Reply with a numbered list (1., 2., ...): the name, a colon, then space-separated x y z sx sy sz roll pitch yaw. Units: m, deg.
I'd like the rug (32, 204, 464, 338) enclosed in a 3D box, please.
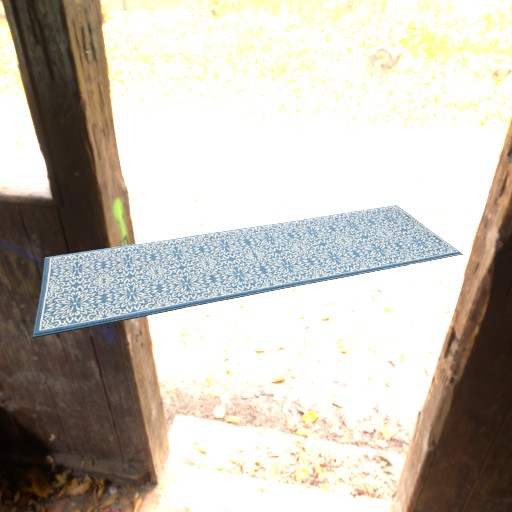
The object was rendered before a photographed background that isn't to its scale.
1. rug: 0.000 0.000 2.423 2.196 0.011 0.662 -10 34 -15
